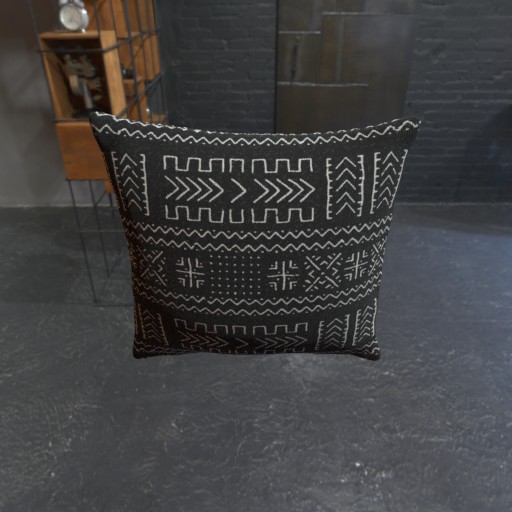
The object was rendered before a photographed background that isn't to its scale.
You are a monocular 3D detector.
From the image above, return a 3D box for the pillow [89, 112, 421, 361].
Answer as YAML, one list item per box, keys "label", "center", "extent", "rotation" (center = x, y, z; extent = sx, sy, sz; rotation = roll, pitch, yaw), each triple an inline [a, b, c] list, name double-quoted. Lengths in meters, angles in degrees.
- label: "pillow"
  center: [0.000, 0.000, 0.680]
  extent: [0.438, 0.430, 0.164]
  rotation: [1, 30, 1]
